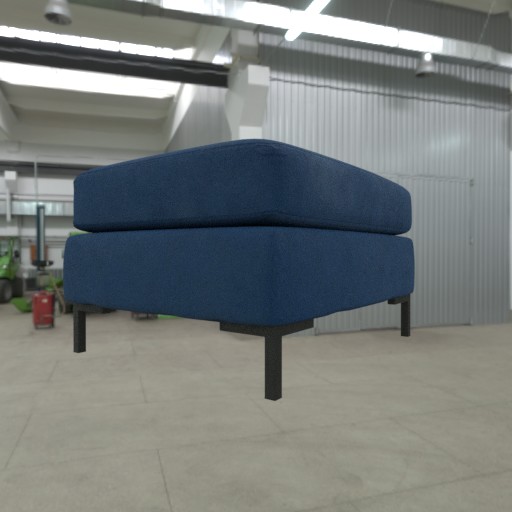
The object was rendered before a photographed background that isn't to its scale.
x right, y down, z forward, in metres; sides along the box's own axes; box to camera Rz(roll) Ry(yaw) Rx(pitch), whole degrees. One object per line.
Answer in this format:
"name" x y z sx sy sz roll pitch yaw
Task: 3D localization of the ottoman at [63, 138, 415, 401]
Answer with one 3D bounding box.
"ottoman" 0.000 0.000 1.227 0.655 0.485 0.794 0 1 37
